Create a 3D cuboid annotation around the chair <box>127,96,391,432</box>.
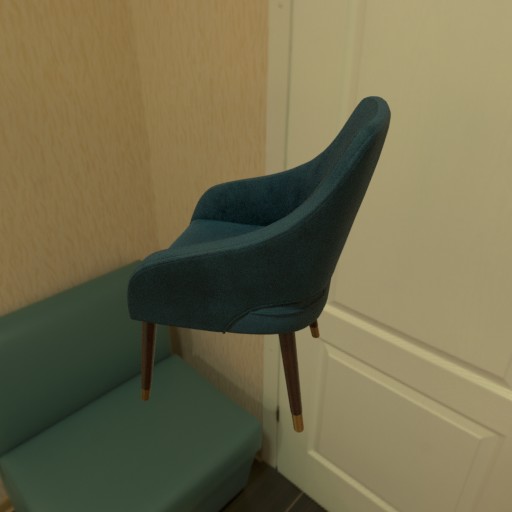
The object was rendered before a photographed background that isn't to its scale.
[{"bbox_3d":[0.000,0.000,1.606,0.794,1.081,0.683,7,30,12],"label":"chair"}]
